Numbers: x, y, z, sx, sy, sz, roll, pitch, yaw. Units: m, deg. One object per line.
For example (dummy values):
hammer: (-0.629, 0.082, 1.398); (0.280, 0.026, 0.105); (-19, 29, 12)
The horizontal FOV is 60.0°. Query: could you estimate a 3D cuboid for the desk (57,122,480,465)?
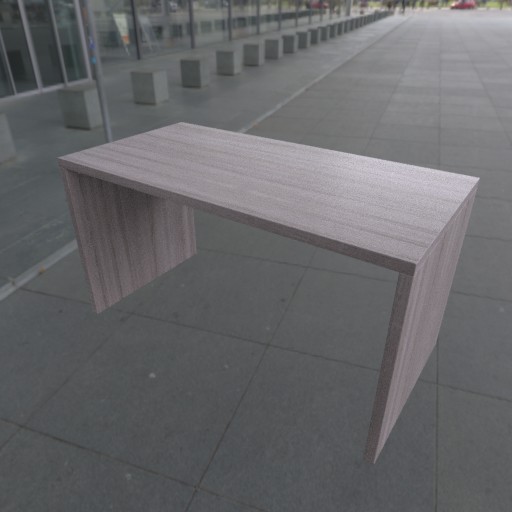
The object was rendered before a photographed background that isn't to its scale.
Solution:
desk: (0.000, 0.000, 1.794); (1.380, 0.745, 0.690); (19, 35, 30)
